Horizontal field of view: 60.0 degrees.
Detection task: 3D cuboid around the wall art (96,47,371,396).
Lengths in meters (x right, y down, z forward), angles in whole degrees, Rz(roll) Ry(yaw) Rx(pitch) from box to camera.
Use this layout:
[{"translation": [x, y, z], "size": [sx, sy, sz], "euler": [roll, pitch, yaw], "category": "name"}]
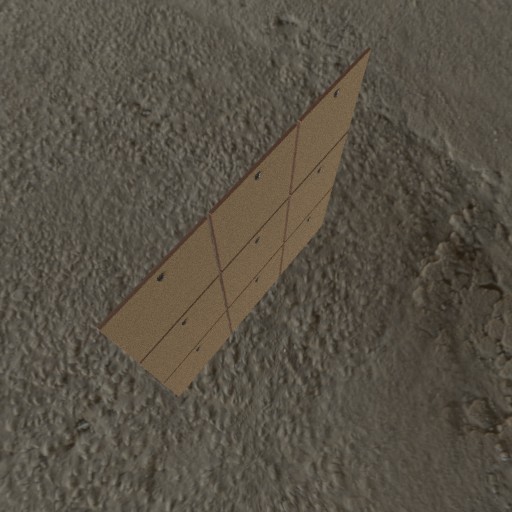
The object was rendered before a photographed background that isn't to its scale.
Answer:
[{"translation": [0.000, 0.000, 1.823], "size": [0.019, 1.218, 1.221], "euler": [36, 70, 15], "category": "wall art"}]
